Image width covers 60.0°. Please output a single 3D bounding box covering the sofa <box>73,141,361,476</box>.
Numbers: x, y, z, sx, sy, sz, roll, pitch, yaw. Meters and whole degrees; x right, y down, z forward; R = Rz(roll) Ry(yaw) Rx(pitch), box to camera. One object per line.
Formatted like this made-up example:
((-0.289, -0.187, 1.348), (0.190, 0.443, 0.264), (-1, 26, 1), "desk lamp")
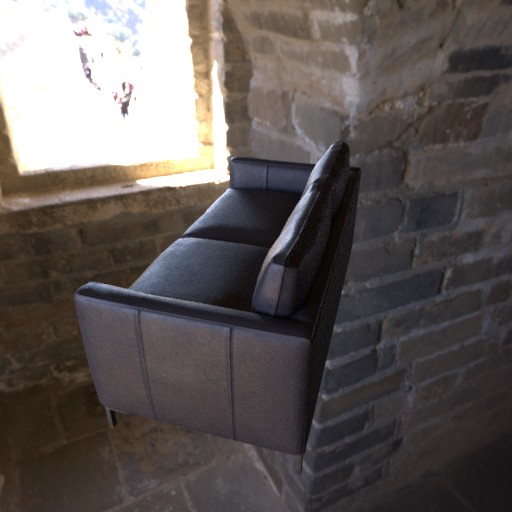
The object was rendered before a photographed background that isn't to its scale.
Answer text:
((0.000, 0.000, 2.297), (0.947, 0.883, 1.805), (7, 30, 12), "sofa")
